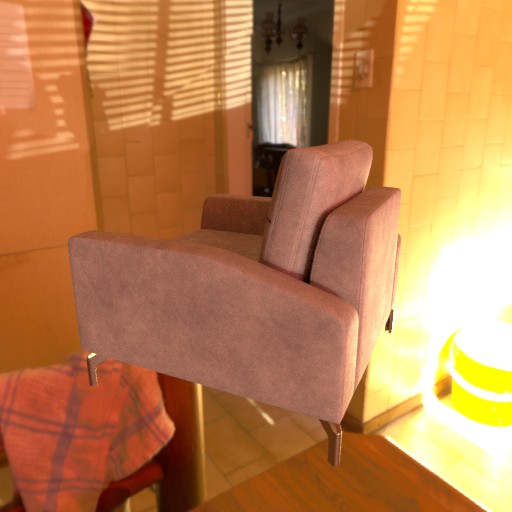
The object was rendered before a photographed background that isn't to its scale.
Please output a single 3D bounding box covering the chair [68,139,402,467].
[{"bbox_3d":[0.000,0.000,1.595,0.900,0.800,0.900,8,19,24],"label":"chair"}]
